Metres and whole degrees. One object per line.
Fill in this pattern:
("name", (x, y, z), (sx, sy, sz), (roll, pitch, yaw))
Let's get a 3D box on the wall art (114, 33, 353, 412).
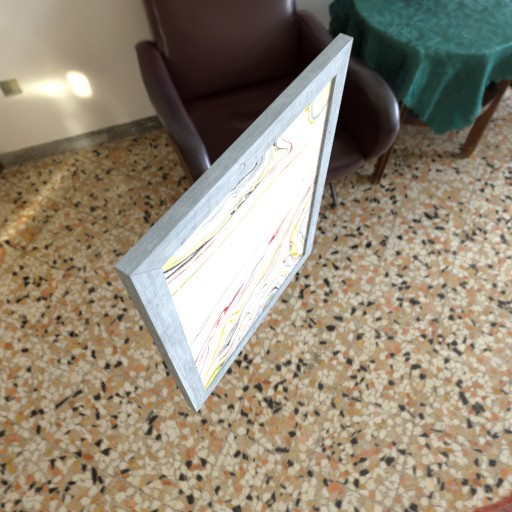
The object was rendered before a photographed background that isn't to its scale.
("wall art", (0.000, 0.000, 0.790), (0.022, 0.582, 0.479), (29, 63, 17))
